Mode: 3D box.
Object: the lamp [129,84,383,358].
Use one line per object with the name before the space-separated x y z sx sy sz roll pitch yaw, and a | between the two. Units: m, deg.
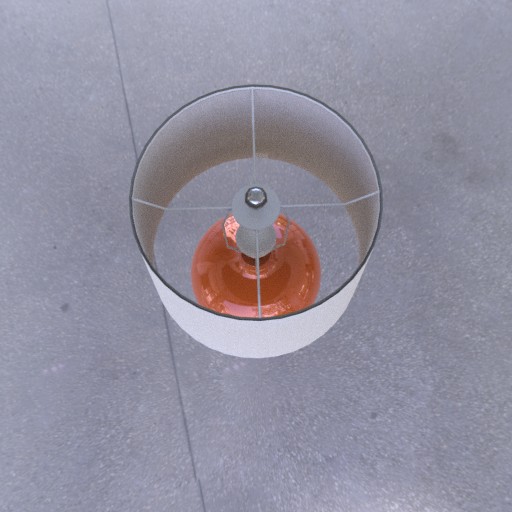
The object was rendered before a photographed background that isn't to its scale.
lamp | 0.000 0.000 0.545 0.247 0.387 0.247 0 75 0
